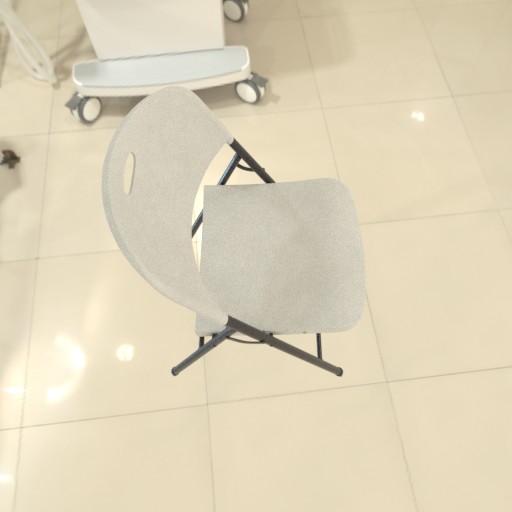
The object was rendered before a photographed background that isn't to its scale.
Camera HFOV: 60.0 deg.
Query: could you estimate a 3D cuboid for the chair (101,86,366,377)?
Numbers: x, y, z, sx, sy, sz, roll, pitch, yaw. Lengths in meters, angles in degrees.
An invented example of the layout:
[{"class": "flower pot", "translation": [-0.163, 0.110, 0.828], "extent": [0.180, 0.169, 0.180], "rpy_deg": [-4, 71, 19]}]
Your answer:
[{"class": "chair", "translation": [0.000, 0.000, 1.179], "extent": [0.566, 0.810, 0.494], "rpy_deg": [0, 65, 0]}]
